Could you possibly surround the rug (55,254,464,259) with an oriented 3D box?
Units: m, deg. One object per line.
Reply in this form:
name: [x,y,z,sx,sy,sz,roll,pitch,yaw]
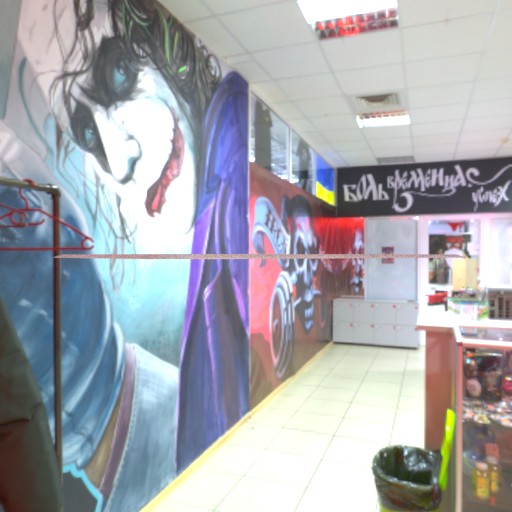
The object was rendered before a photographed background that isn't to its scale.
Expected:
rug: [0.000,0.000,3.945,2.933,0.027,2.332,0,0,-36]
